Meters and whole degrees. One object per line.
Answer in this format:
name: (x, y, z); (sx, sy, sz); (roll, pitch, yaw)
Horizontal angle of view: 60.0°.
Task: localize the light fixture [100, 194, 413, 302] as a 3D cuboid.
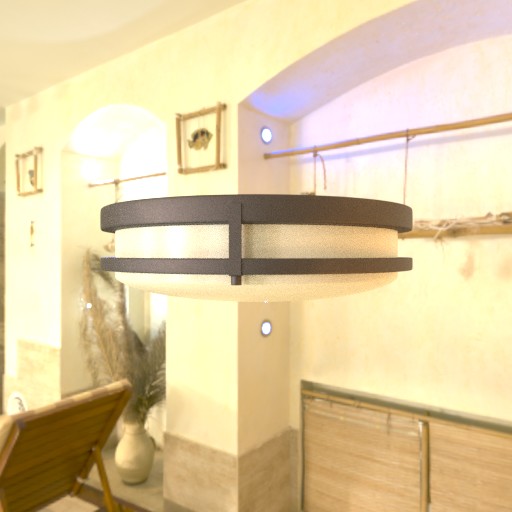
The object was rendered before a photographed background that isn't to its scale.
light fixture: (0.000, 0.000, 0.534); (0.356, 0.102, 0.356); (0, 0, 0)
